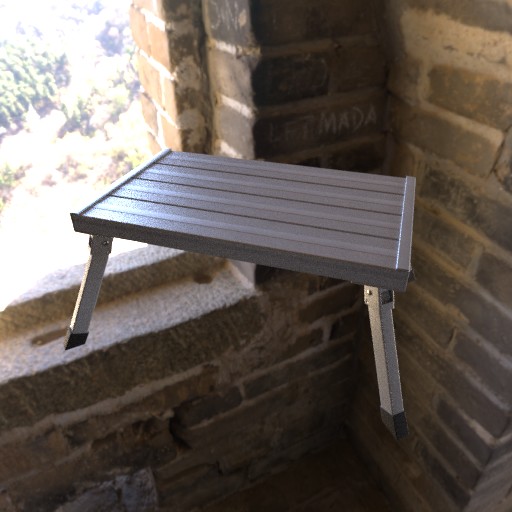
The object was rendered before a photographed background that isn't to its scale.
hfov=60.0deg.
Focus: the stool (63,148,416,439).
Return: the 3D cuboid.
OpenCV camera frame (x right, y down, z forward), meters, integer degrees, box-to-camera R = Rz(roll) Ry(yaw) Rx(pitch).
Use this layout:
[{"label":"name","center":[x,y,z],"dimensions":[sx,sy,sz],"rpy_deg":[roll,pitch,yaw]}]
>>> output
[{"label":"stool","center":[0.000,0.000,0.728],"dimensions":[0.535,0.225,0.385],"rpy_deg":[10,34,15]}]
